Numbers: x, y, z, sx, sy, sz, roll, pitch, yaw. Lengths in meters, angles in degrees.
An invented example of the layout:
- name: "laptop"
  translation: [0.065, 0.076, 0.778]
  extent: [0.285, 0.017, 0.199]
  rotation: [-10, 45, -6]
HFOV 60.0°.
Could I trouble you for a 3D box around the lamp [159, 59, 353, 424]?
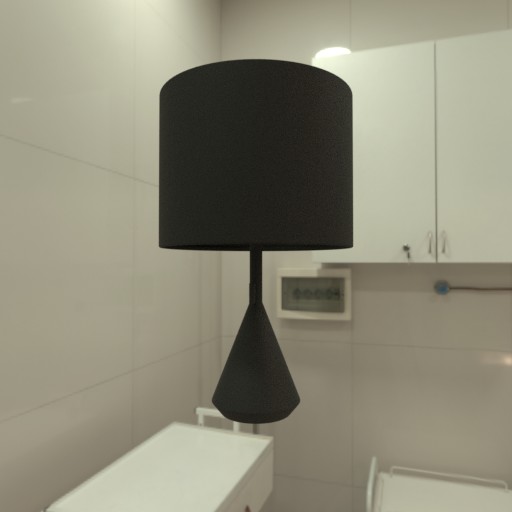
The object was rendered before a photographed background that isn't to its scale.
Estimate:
- name: "lamp"
  translation: [0.000, 0.000, 0.836]
  extent: [0.359, 0.584, 0.359]
  rotation: [0, -1, 18]
